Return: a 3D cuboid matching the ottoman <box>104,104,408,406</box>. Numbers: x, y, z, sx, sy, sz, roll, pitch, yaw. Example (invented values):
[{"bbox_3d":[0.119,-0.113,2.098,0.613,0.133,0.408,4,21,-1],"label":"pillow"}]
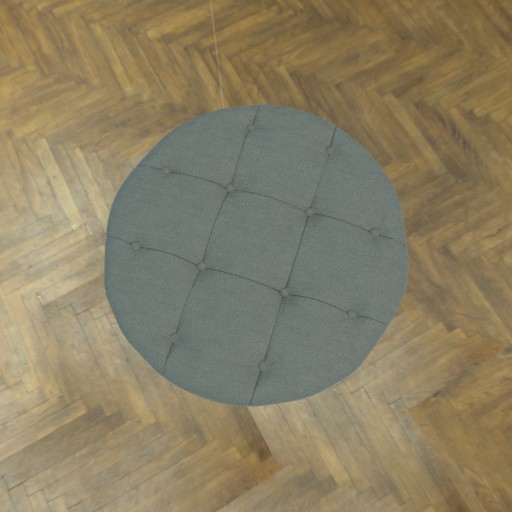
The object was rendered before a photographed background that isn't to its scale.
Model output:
[{"bbox_3d":[0.000,0.000,1.425,0.901,0.439,0.901,0,75,0],"label":"ottoman"}]
